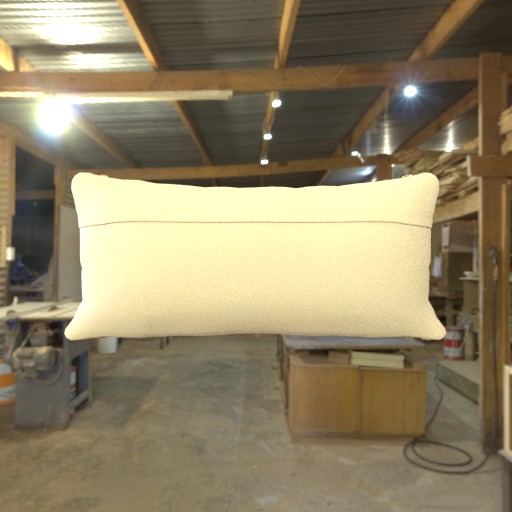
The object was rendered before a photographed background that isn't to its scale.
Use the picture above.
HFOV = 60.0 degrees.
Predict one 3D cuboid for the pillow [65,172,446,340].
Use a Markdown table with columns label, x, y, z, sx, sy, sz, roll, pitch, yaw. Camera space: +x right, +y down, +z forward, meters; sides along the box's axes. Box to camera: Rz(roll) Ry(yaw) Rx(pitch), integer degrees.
| label | x | y | z | sx | sy | sz | roll | pitch | yaw |
| --- | --- | --- | --- | --- | --- | --- | --- | --- | --- |
| pillow | 0.000 | 0.000 | 0.737 | 0.635 | 0.282 | 0.139 | 0 | -1 | 0 |
